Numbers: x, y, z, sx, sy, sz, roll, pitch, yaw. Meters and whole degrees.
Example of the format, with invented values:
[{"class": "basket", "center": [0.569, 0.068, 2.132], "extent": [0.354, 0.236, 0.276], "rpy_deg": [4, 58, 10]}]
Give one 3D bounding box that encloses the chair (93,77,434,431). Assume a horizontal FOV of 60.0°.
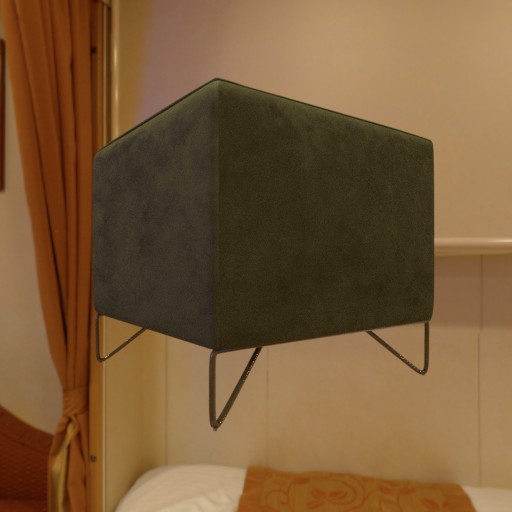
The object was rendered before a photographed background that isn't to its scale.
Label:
[{"class": "chair", "center": [0.000, 0.000, 1.564], "extent": [0.894, 0.790, 0.880], "rpy_deg": [0, 0, -37]}]
